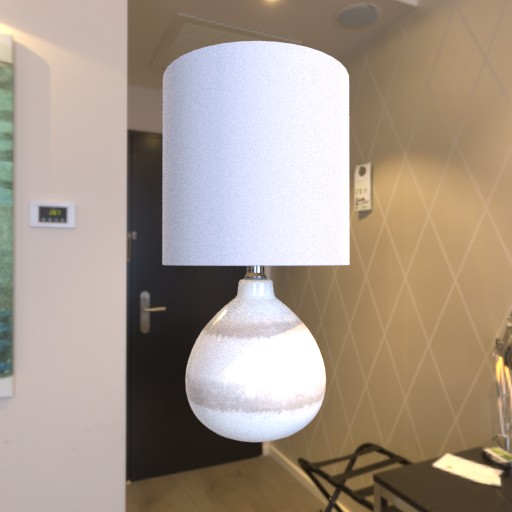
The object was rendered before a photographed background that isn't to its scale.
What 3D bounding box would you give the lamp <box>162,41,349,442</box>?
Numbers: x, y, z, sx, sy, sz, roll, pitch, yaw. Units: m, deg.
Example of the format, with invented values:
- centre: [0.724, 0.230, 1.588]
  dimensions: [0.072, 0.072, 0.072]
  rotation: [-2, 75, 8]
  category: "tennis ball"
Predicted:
- centre: [0.000, 0.000, 0.524]
  dimensions: [0.217, 0.404, 0.217]
  rotation: [0, -1, 35]
  category: "lamp"
